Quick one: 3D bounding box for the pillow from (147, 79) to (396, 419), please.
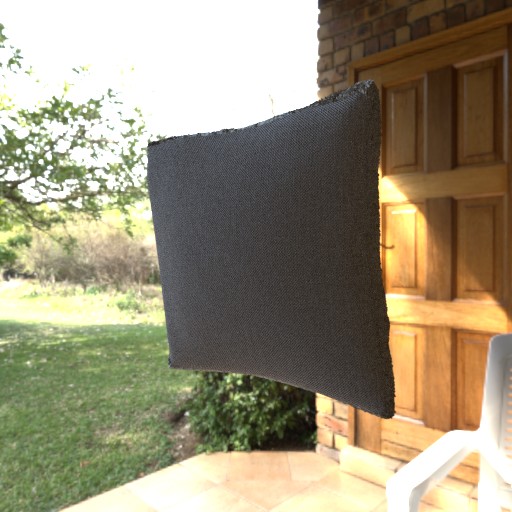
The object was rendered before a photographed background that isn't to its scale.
[{"bbox_3d":[0.000,0.000,0.839,0.529,0.515,0.218,0,0,38],"label":"pillow"}]
